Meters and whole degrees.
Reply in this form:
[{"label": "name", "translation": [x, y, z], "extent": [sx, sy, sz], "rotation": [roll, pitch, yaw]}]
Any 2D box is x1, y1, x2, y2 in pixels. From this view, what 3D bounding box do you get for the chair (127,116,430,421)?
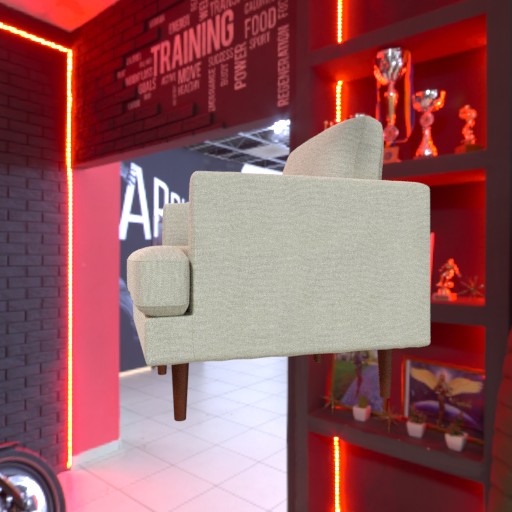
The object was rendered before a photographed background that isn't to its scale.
[{"label": "chair", "translation": [0.000, 0.000, 1.637], "extent": [0.899, 0.957, 0.858], "rotation": [0, 0, -18]}]
